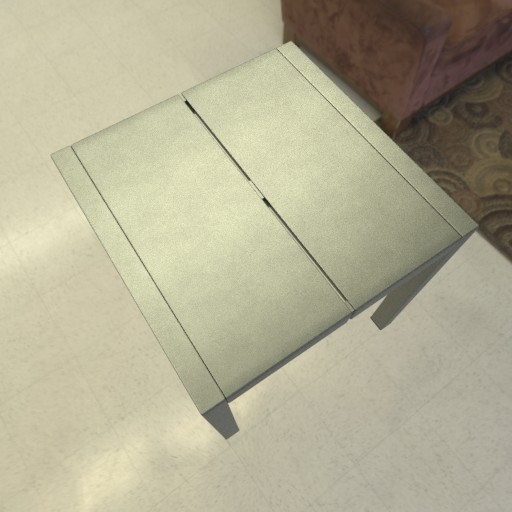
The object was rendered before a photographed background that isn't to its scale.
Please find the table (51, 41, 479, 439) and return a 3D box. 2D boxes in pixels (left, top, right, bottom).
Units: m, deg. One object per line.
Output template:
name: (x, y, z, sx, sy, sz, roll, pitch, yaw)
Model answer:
table: (0.000, 0.000, 0.952, 0.508, 0.508, 0.508, -31, 68, -14)
